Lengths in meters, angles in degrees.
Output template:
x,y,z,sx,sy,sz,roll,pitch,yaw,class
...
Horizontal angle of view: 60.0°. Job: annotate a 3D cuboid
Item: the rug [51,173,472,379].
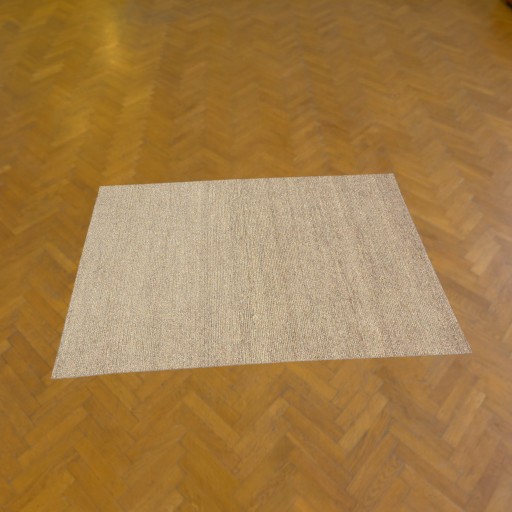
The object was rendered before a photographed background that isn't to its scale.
x,y,z,sx,sy,sz,roll,pitch,yaw,class
0.000,0.000,2.975,2.342,0.030,1.609,-3,49,-2,rug
